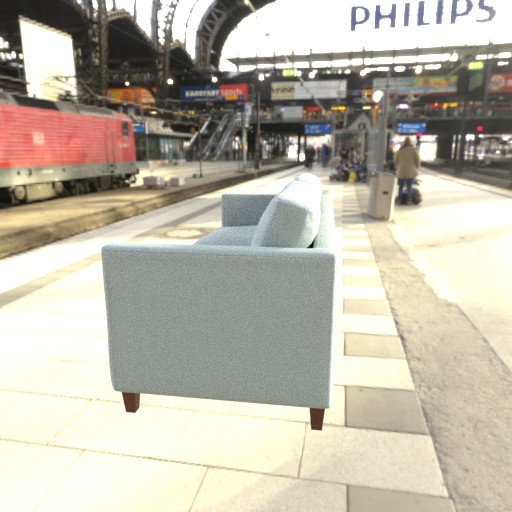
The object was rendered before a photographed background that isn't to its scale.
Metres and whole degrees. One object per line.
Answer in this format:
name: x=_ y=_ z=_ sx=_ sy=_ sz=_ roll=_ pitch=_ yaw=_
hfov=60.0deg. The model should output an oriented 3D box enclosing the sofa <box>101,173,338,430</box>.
sofa: x=0.000 y=0.000 z=2.771 sx=0.951 sy=0.965 sz=2.208 roll=2 pitch=14 yaw=8
